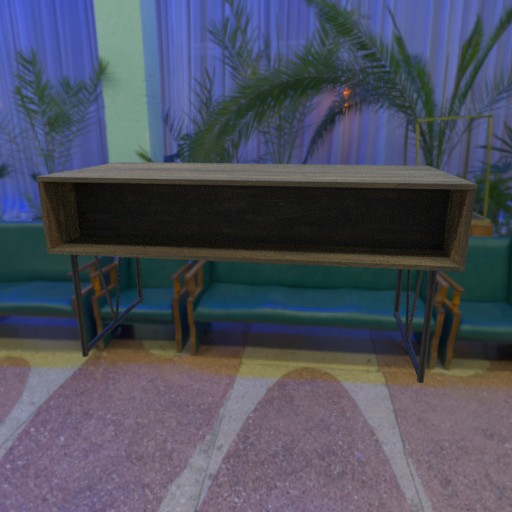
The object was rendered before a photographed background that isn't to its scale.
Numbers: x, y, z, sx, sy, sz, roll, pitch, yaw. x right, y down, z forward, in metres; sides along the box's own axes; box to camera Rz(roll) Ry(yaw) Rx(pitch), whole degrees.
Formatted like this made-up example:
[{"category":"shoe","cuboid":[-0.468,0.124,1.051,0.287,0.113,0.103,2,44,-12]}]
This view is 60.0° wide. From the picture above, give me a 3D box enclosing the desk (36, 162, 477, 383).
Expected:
[{"category":"desk","cuboid":[0.000,0.000,2.048,1.600,0.780,0.730,2,17,8]}]
